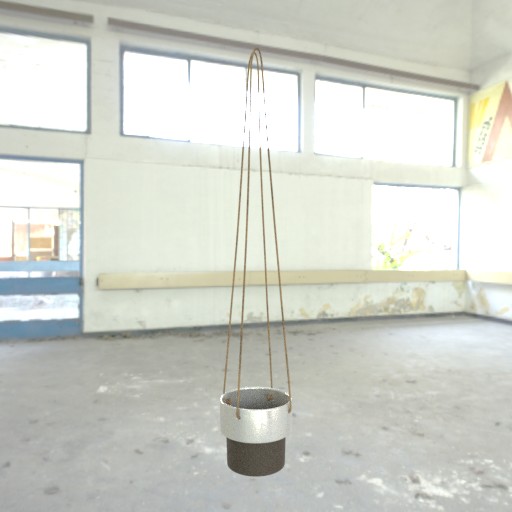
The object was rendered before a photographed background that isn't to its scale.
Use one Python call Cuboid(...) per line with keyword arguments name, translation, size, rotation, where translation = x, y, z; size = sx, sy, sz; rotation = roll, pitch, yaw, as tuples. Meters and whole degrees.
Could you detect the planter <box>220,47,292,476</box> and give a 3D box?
Cuboid(name="planter", translation=(0.000, 0.000, 1.149), size=(0.187, 1.073, 0.187), rotation=(0, 0, -18))
